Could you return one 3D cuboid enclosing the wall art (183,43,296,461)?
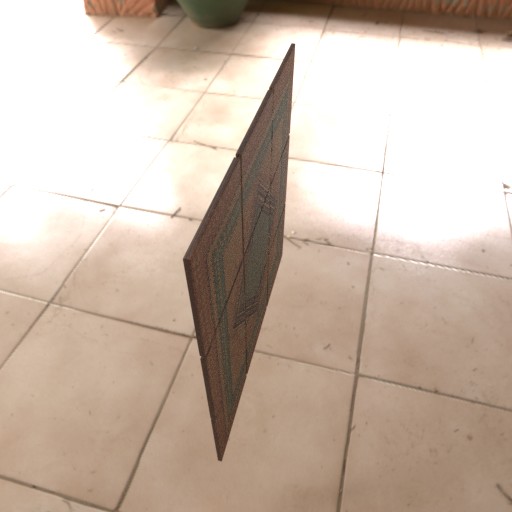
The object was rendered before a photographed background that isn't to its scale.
[{"bbox_3d":[0.000,0.000,1.351,0.013,0.914,0.915,10,47,10],"label":"wall art"}]
